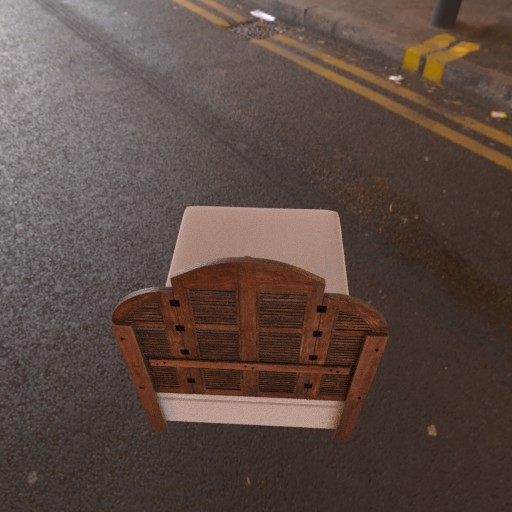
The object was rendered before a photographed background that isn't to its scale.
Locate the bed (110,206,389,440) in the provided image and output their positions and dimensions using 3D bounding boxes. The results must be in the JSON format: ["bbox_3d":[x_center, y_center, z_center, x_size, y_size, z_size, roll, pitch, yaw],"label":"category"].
[{"bbox_3d":[0.000,0.000,3.623,1.713,2.019,2.138,2,46,2],"label":"bed"}]
